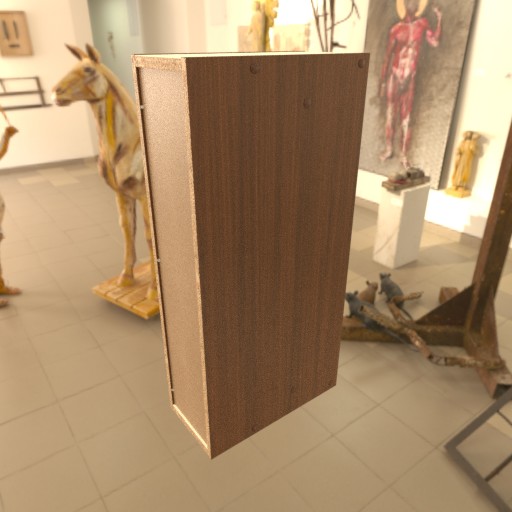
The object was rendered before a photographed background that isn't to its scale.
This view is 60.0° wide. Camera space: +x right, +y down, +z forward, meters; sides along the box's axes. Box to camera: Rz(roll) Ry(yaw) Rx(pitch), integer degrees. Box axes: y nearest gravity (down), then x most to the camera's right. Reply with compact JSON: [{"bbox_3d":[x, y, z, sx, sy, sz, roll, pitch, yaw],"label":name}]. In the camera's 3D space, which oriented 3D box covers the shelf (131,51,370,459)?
[{"bbox_3d":[0.000,0.000,0.722,0.290,0.600,0.147,-18,31,-33],"label":"shelf"}]
